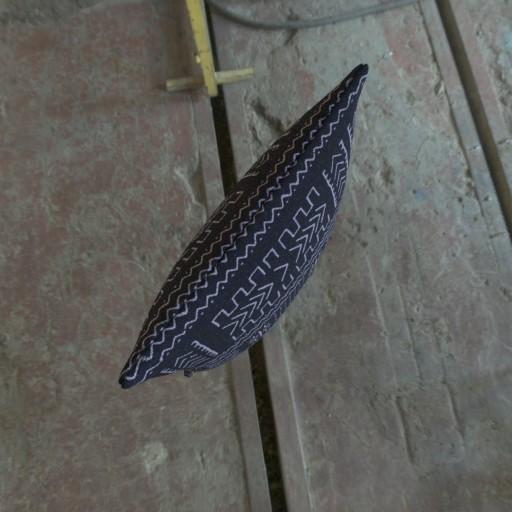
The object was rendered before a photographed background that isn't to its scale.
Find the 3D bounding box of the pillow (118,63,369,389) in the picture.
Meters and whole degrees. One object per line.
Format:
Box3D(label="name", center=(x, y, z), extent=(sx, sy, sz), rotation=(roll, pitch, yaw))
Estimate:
Box3D(label="pillow", center=(0.000, 0.000, 0.657), extent=(0.164, 0.430, 0.438), rotation=(35, 79, 8))
